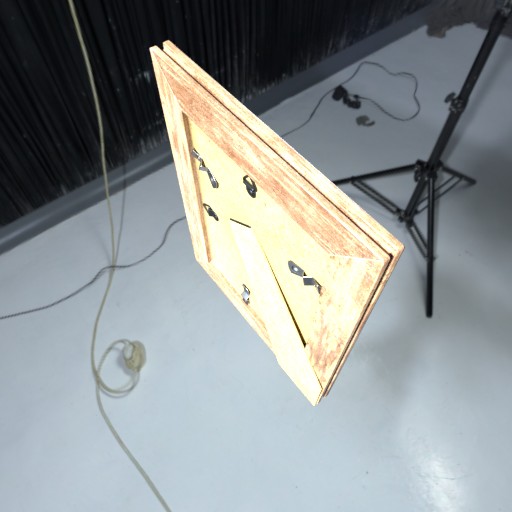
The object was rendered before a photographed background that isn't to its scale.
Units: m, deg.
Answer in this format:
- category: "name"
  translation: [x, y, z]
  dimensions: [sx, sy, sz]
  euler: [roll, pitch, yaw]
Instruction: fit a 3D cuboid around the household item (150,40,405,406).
- category: "household item"
  translation: [0.000, 0.000, 0.322]
  dimensions: [0.018, 0.237, 0.186]
  euler: [-34, 64, -19]
